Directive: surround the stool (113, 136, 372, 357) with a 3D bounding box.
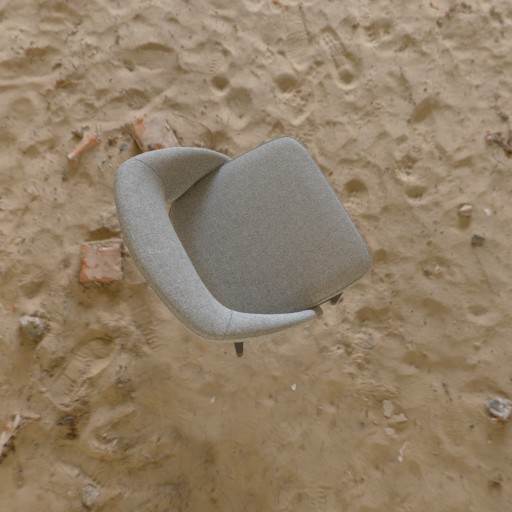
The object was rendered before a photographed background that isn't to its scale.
[{"bbox_3d":[0.000,0.000,1.318,0.509,1.037,0.494,-28,78,-6],"label":"stool"}]
